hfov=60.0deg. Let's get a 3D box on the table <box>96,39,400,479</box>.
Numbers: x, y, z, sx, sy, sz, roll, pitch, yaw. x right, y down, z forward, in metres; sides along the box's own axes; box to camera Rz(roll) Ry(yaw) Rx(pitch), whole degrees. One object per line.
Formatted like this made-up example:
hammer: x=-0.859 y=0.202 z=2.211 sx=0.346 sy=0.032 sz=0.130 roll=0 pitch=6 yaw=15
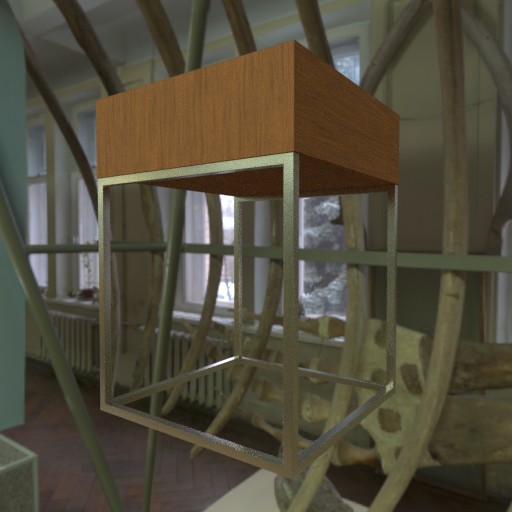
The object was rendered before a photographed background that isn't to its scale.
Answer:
table: x=0.000 y=0.000 z=0.819 sx=0.398 sy=0.540 sz=0.397 roll=1 pitch=2 yaw=36
